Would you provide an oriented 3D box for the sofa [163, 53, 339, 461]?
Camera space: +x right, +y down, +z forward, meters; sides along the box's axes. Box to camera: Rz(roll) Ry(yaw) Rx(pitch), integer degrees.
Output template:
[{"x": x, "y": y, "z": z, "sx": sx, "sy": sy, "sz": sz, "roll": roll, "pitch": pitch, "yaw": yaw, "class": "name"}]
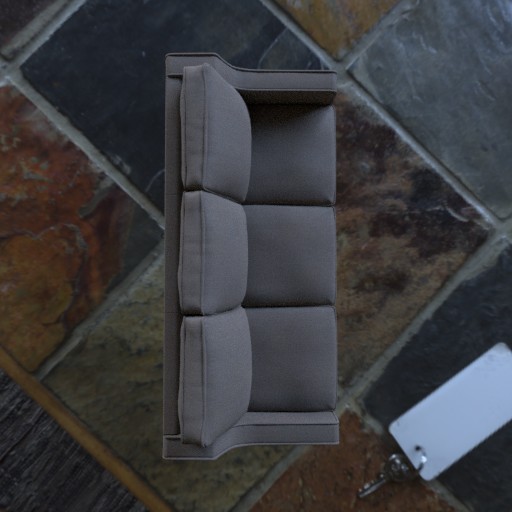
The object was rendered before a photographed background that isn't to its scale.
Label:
[{"x": 0.000, "y": 0.000, "z": 2.500, "sx": 0.911, "sy": 0.974, "sz": 1.986, "roll": 0, "pitch": 88, "yaw": 0, "class": "sofa"}]
